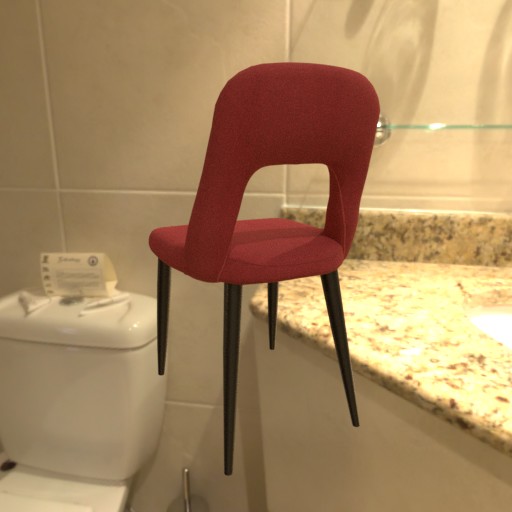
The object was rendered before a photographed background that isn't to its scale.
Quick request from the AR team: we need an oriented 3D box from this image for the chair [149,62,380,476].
[{"bbox_3d":[0.000,0.000,1.200,0.483,0.892,0.569,-7,16,-26],"label":"chair"}]
